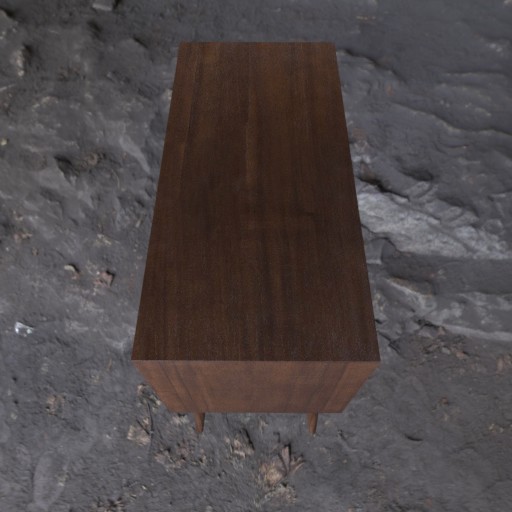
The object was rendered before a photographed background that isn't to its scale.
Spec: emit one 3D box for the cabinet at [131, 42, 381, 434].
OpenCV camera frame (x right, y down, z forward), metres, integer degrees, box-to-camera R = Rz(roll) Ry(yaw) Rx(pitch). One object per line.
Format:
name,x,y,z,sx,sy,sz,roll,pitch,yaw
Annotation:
cabinet,0.000,0.000,1.096,0.354,0.654,0.743,0,59,0
